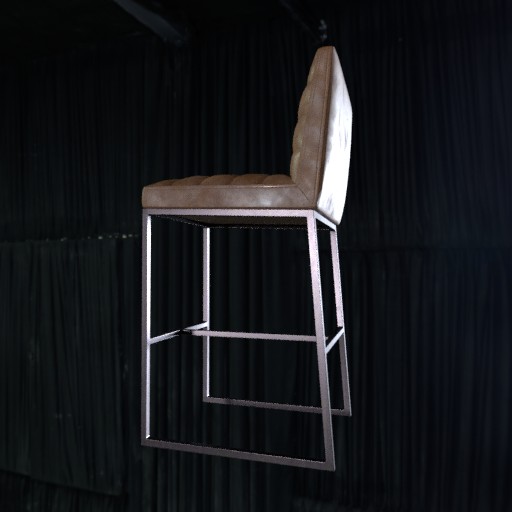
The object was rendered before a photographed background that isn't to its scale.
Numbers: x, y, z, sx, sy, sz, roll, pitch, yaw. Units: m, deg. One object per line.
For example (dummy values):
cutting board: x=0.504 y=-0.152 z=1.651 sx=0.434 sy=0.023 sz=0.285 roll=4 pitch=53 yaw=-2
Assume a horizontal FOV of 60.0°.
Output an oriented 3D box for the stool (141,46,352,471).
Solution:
stool: x=0.000 y=0.000 z=1.381 sx=0.562 sy=1.065 sz=0.463 roll=0 pitch=-2 yaw=17
